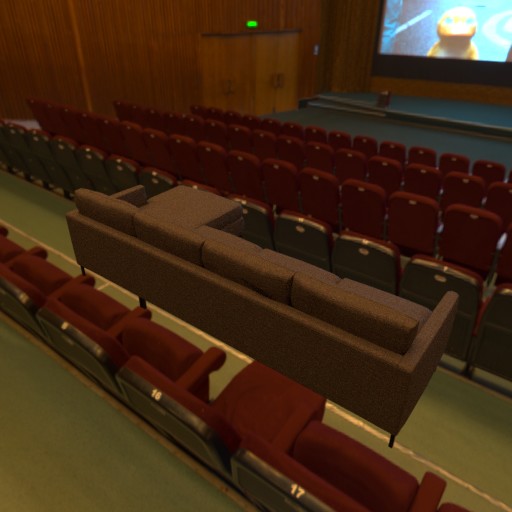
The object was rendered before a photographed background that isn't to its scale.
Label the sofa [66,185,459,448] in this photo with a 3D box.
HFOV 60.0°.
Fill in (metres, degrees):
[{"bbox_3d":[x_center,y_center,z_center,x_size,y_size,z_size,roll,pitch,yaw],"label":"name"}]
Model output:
[{"bbox_3d":[0.000,0.000,3.728,3.221,0.892,1.483,21,37,31],"label":"sofa"}]
